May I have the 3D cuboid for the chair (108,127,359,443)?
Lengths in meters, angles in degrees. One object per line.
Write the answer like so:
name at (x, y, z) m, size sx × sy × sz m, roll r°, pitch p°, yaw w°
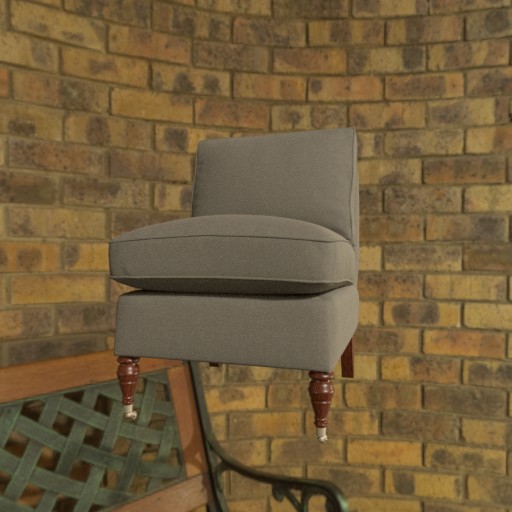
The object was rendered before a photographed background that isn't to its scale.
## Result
chair at (0.000, 0.000, 1.669) m, size 0.724 × 1.045 × 0.924 m, roll 0°, pitch 0°, yaw 17°
